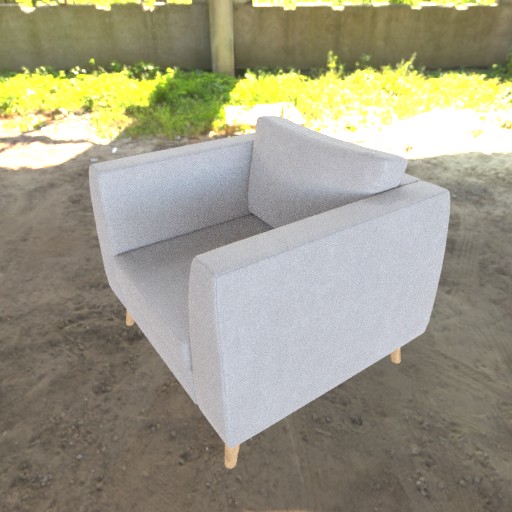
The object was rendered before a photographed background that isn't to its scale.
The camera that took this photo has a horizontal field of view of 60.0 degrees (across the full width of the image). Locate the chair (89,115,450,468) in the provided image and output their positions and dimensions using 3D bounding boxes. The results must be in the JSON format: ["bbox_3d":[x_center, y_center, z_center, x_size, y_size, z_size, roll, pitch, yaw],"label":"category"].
[{"bbox_3d":[0.000,0.000,1.701,0.930,0.860,1.000,-20,36,-30],"label":"chair"}]
